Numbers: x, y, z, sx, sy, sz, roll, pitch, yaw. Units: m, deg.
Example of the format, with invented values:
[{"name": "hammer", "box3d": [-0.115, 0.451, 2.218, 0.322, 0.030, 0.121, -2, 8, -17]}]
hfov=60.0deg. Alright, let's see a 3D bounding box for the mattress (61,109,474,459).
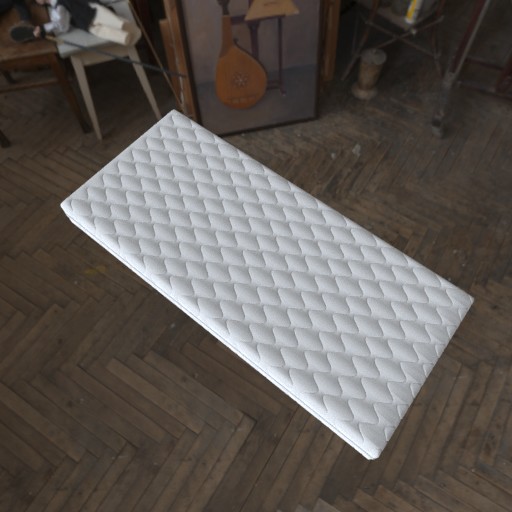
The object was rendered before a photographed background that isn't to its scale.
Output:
[{"name": "mattress", "box3d": [0.000, 0.000, 2.325, 2.000, 0.200, 0.900, 35, 68, 17]}]
